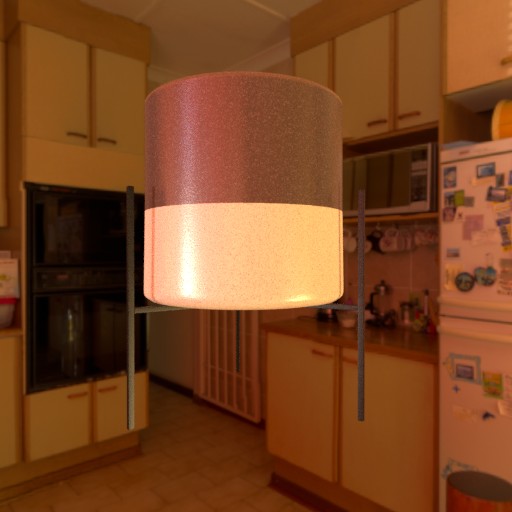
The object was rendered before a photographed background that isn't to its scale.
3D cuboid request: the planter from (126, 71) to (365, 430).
[{"bbox_3d":[0.000,0.000,0.537,0.260,0.353,0.250,0,0,18],"label":"planter"}]
